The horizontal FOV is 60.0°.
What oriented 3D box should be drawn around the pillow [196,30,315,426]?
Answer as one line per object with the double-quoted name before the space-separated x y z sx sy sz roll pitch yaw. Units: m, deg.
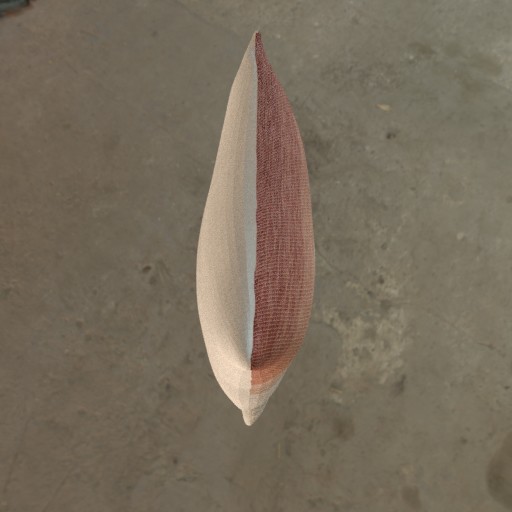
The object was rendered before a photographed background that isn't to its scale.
"pillow" 0.000 0.000 0.661 0.182 0.441 0.440 1 64 0
